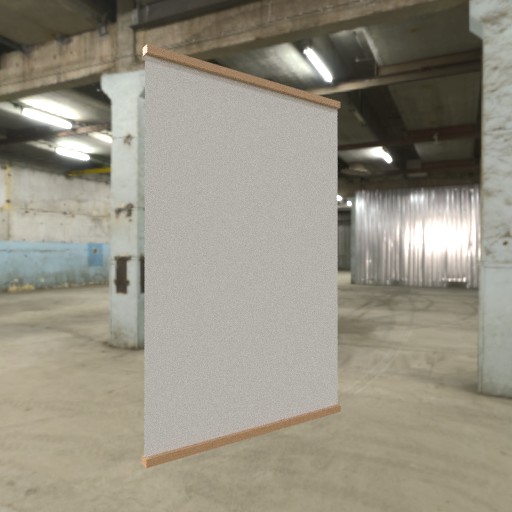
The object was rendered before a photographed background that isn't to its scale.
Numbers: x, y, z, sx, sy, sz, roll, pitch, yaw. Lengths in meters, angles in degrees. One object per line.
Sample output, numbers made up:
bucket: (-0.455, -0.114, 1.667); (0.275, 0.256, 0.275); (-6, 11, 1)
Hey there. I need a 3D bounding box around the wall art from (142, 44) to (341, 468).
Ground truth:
wall art: (0.000, 0.000, 0.763); (0.401, 0.611, 0.016); (0, 0, -36)
